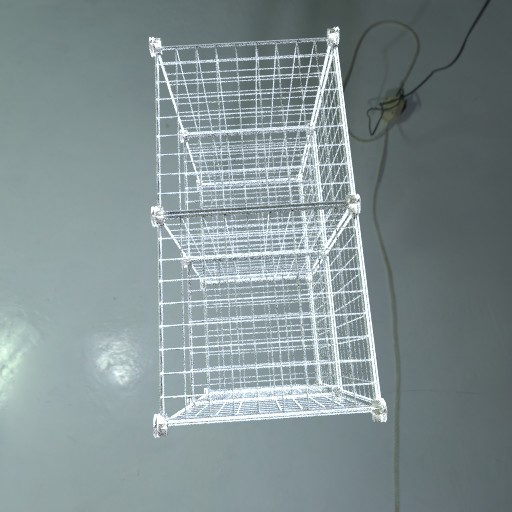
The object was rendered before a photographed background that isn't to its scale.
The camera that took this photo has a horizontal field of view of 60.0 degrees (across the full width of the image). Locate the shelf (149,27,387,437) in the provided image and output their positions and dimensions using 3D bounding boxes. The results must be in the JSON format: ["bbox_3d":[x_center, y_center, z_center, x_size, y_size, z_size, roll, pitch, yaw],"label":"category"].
[{"bbox_3d":[0.000,0.000,1.095,0.356,0.711,0.711,-4,77,-1],"label":"shelf"}]
